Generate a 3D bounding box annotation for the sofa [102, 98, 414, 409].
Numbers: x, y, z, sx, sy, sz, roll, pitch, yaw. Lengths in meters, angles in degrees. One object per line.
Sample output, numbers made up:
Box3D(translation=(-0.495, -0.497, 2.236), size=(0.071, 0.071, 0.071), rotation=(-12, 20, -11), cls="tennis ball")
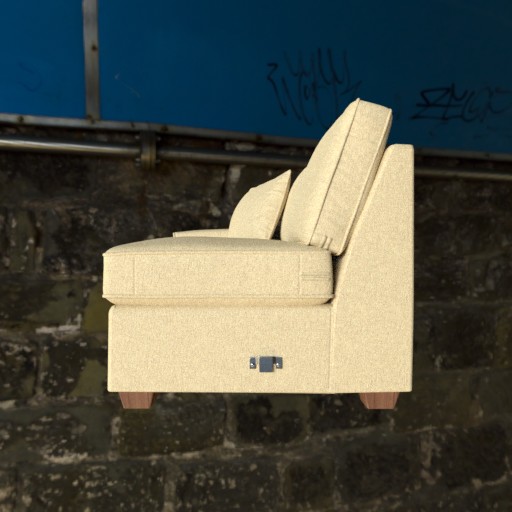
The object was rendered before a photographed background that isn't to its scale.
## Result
Box3D(translation=(0.000, 0.000, 2.042), size=(0.991, 0.989, 1.388), rotation=(0, -1, -1), cls="sofa")
